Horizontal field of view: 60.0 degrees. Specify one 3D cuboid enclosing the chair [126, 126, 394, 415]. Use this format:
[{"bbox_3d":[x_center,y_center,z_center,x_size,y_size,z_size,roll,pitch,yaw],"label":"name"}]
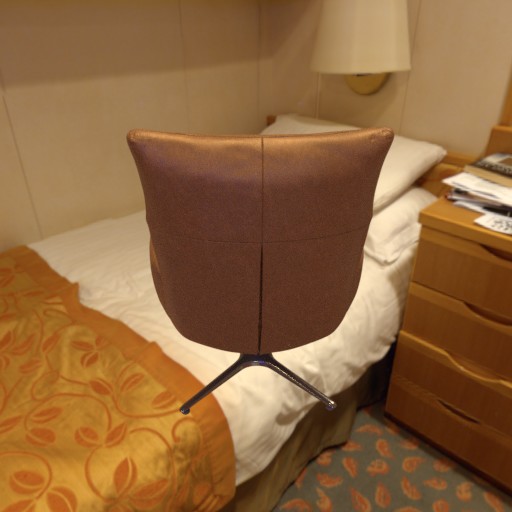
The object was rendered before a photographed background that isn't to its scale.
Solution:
[{"bbox_3d":[0.000,0.000,1.531,0.711,1.027,0.794,-1,30,-2],"label":"chair"}]
